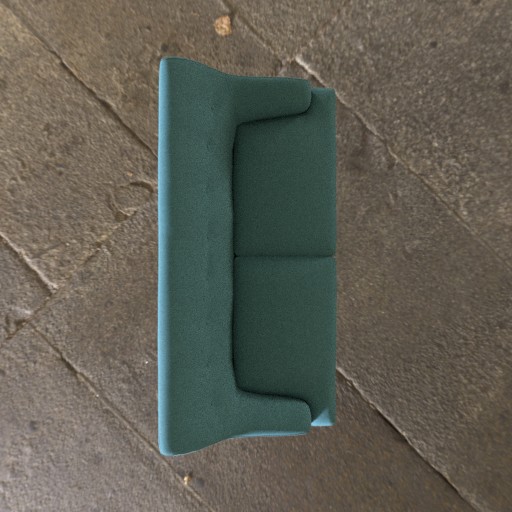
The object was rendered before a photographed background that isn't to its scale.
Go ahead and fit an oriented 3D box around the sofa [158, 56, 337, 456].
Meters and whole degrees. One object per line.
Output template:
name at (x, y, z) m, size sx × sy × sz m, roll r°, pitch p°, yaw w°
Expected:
sofa at (0.000, 0.000, 2.600) m, size 0.978 × 0.871 × 2.057 m, roll 0°, pitch 90°, yaw 0°
